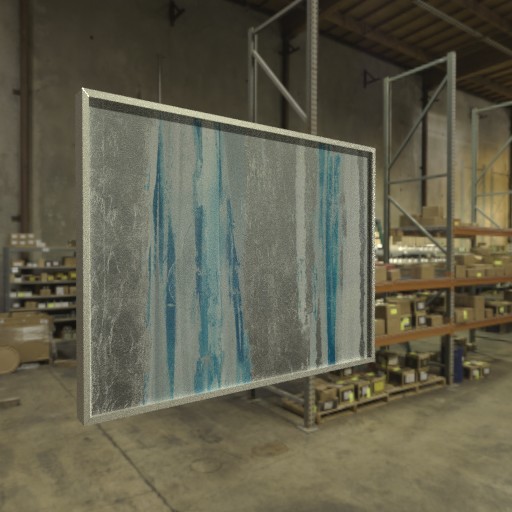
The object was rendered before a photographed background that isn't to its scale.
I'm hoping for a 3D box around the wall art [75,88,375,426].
[{"bbox_3d":[0.000,0.000,1.385,1.056,0.801,0.066,-1,1,-36],"label":"wall art"}]
